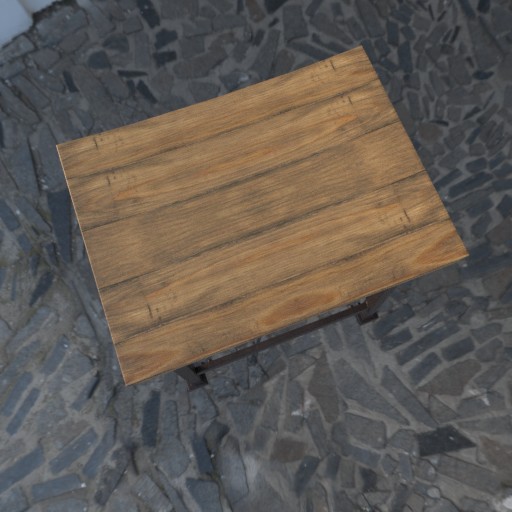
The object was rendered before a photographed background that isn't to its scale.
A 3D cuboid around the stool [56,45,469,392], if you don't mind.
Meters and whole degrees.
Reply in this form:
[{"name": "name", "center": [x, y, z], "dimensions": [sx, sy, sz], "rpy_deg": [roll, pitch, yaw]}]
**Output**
[{"name": "stool", "center": [0.000, 0.000, 0.903], "dimensions": [0.486, 0.625, 0.405], "rpy_deg": [-20, 76, -5]}]
